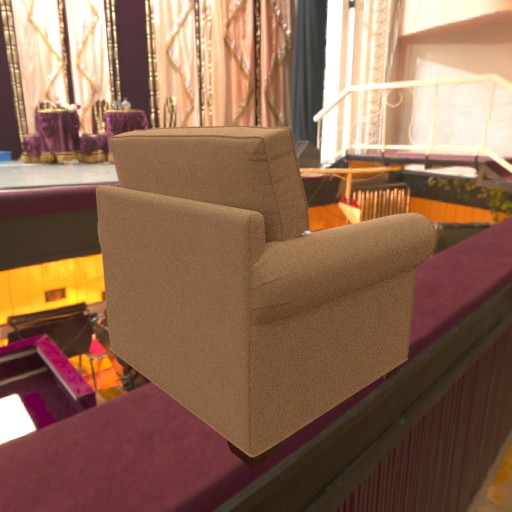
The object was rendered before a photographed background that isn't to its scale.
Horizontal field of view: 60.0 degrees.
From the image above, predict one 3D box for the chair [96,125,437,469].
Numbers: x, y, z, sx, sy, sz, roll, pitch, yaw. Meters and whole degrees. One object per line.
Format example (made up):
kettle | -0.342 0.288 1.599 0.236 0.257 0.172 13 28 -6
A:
chair | 0.000 0.000 1.715 0.863 0.955 1.040 -14 20 -41
